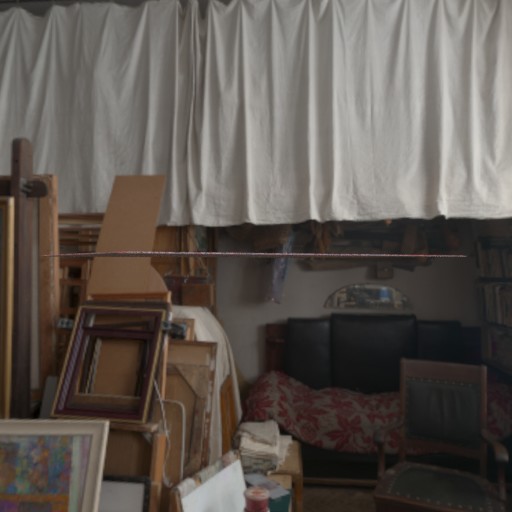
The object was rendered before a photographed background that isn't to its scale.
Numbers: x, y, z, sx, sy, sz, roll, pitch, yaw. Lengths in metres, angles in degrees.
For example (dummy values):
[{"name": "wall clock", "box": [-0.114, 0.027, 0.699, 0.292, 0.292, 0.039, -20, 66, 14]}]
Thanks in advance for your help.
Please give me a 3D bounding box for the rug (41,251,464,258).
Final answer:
[{"name": "rug", "box": [0.000, 0.000, 2.272, 1.829, 0.006, 1.219, 0, -1, -35]}]
